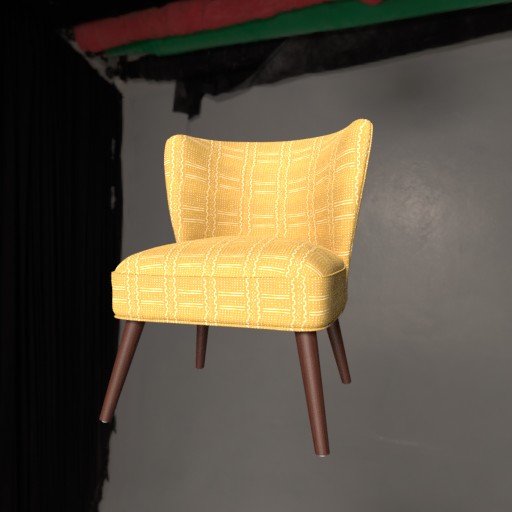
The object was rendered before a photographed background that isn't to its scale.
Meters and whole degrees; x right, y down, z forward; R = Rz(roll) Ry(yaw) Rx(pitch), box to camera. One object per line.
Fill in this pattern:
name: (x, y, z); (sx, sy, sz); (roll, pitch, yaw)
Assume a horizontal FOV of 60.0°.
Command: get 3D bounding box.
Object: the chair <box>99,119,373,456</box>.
chair: (0.000, 0.000, 1.409); (0.706, 0.866, 0.758); (1, 2, 19)
